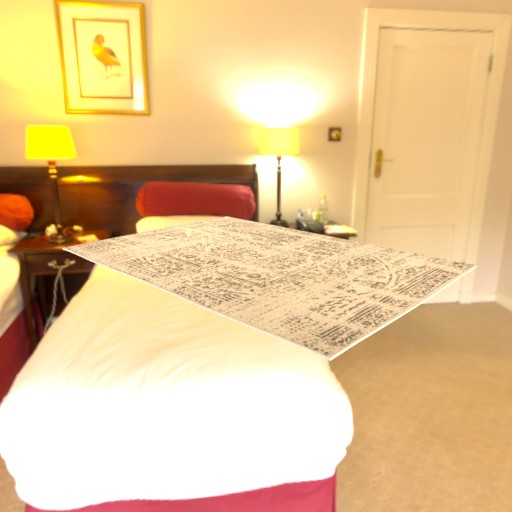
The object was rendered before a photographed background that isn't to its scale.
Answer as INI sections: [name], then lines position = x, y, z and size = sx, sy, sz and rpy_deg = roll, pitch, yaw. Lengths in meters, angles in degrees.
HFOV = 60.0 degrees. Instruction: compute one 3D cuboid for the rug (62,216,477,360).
[rug]
position = 0.000, 0.000, 3.138
size = 2.438, 0.026, 1.706
rpy_deg = 15, 22, 41
